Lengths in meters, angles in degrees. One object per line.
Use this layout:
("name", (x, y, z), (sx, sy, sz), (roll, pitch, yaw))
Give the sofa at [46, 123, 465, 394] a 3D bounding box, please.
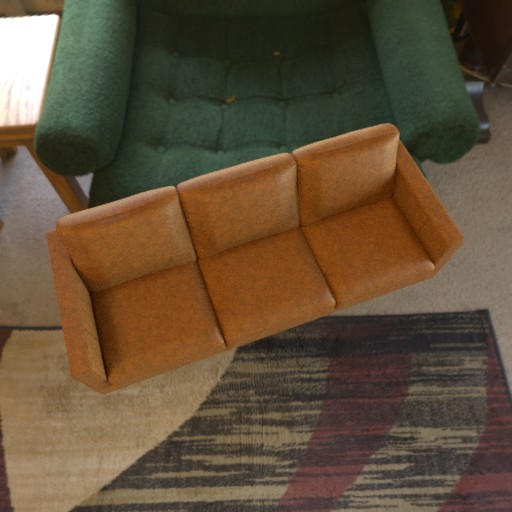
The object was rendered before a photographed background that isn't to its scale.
("sofa", (0.000, 0.000, 2.705), (2.231, 0.930, 0.903), (-18, 65, -9))
